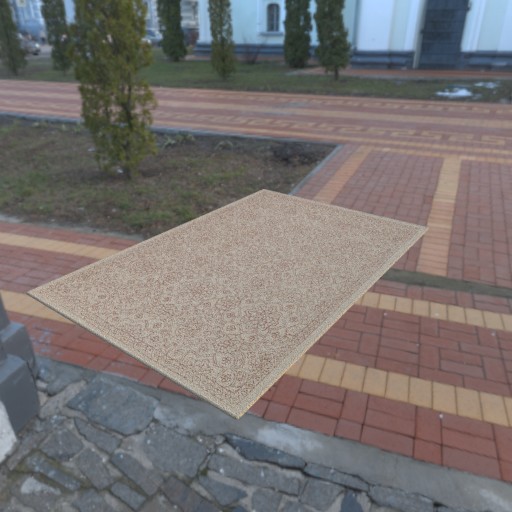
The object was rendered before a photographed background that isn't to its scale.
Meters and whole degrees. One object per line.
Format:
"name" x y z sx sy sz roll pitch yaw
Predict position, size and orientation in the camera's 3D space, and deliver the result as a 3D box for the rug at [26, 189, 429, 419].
"rug" 0.000 0.000 2.316 1.219 0.010 1.829 19 32 32
